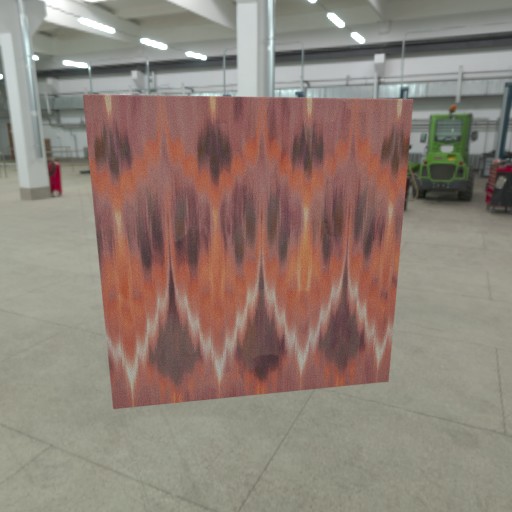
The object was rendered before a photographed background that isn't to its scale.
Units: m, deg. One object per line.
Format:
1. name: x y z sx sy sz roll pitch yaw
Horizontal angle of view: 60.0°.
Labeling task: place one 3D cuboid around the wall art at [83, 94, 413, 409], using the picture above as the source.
1. wall art: 0.000 0.000 0.603 0.403 0.406 0.038 -3 15 -10
